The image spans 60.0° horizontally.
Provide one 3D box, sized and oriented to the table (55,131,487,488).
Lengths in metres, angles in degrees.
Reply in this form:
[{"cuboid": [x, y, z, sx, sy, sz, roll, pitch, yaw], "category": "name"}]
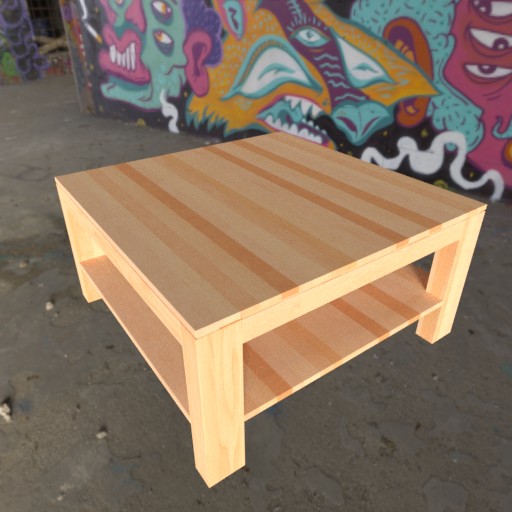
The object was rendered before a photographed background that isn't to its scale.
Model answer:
[{"cuboid": [0.000, 0.000, 1.406, 0.900, 0.450, 0.900, -20, 36, -30], "category": "table"}]
